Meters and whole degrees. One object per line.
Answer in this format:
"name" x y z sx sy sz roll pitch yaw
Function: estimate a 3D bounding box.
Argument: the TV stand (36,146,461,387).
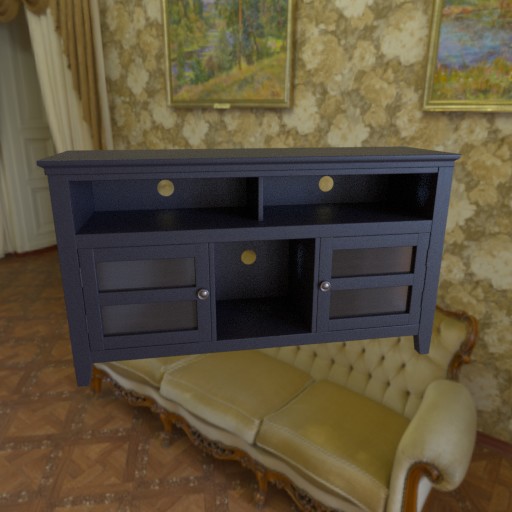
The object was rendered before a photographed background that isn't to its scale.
"TV stand" 0.000 0.000 1.490 1.198 0.681 0.347 -3 18 -9
